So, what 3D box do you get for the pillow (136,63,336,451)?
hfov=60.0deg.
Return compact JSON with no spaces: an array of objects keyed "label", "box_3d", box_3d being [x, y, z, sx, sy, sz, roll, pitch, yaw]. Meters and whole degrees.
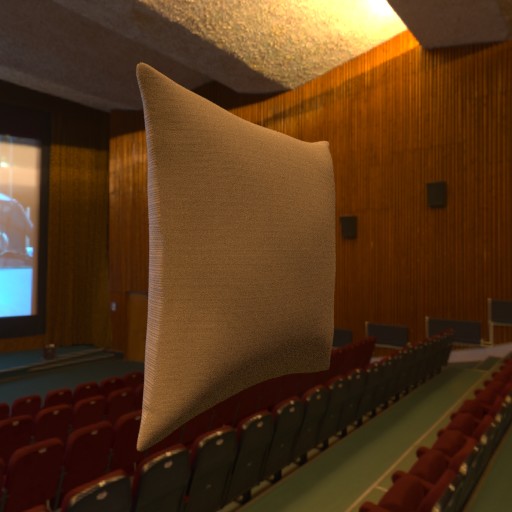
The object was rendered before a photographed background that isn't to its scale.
[{"label":"pillow","box_3d":[0.000,0.000,0.768,0.204,0.497,0.512,0,0,37]}]
